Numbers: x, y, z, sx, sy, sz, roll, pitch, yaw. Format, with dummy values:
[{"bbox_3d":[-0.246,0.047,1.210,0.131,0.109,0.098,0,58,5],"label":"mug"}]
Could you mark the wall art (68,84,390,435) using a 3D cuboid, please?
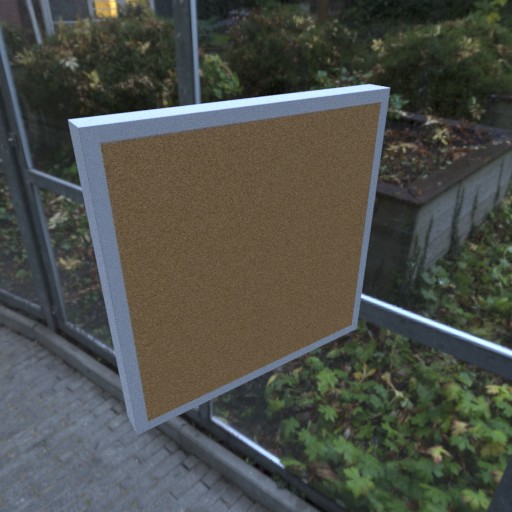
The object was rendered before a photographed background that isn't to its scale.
[{"bbox_3d":[0.000,0.000,0.606,0.406,0.406,0.038,-18,34,-29],"label":"wall art"}]
